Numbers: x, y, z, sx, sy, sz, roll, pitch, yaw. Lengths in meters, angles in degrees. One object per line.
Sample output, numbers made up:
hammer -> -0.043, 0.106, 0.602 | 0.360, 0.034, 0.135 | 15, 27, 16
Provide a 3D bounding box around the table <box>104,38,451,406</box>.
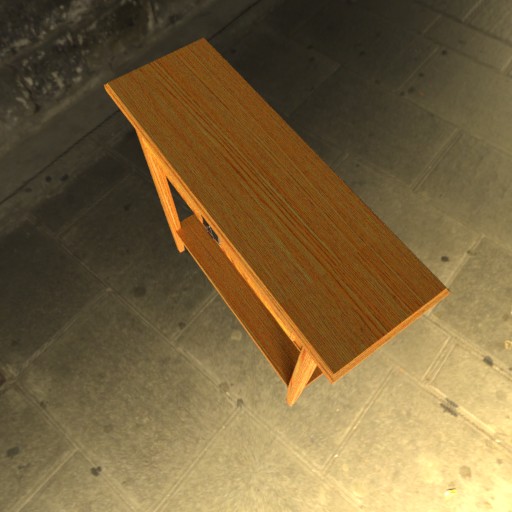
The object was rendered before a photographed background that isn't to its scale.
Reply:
table -> 0.000, 0.000, 1.154 | 0.254, 0.711, 0.762 | -33, 68, -15
